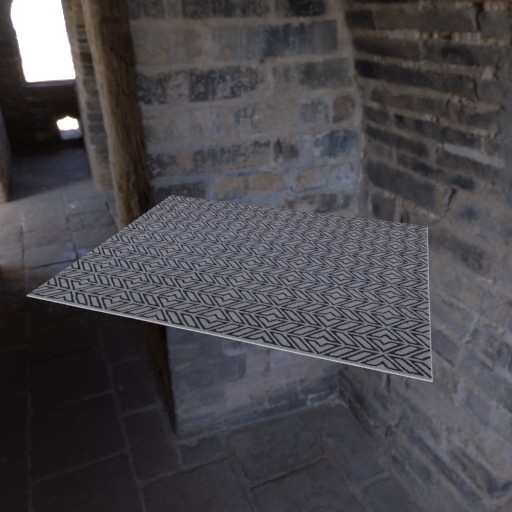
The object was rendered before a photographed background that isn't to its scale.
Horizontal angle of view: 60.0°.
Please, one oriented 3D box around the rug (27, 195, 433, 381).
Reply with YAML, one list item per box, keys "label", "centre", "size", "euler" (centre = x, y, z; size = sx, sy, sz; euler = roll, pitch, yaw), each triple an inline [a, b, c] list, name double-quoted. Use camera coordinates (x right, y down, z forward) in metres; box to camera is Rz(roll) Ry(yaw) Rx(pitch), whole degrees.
- label: "rug"
  centre: [0.000, 0.000, 4.117]
  size: [3.045, 0.008, 2.421]
  euler: [9, 29, 16]
